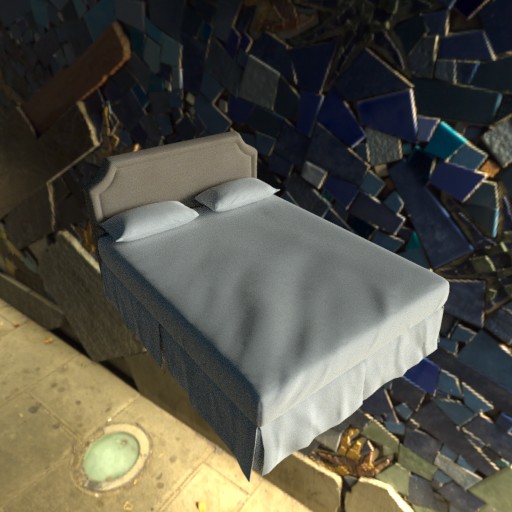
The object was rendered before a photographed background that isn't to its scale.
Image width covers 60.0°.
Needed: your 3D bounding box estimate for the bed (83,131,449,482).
[{"bbox_3d":[0.000,0.000,3.626,1.977,1.293,2.498,-22,37,-32],"label":"bed"}]
